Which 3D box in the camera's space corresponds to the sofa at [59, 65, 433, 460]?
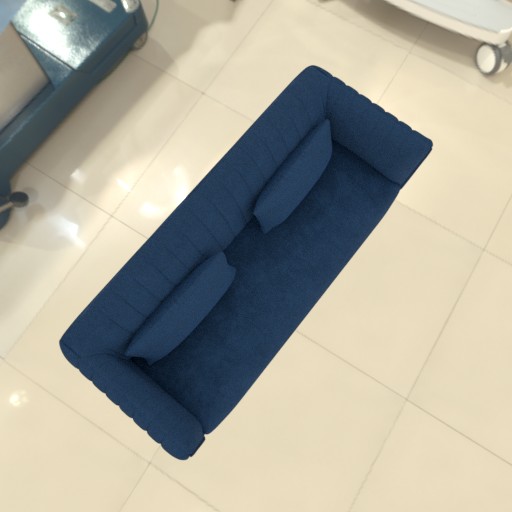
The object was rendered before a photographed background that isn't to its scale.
[{"bbox_3d":[0.000,0.000,2.617,0.896,0.793,2.136,38,78,9],"label":"sofa"}]
